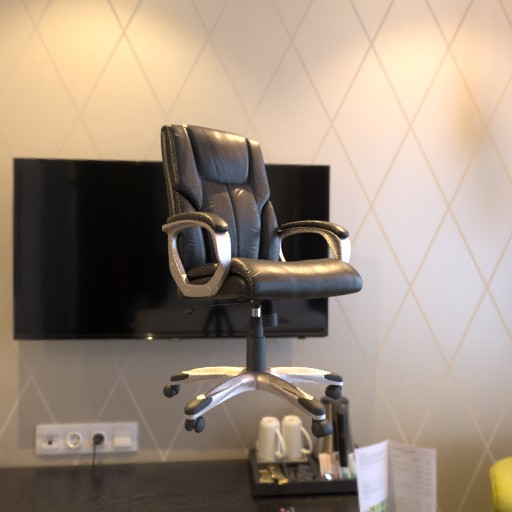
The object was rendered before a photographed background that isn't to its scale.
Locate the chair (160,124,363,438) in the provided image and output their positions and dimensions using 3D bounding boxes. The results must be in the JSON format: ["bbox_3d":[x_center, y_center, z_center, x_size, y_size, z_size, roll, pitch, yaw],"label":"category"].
[{"bbox_3d":[0.000,0.000,1.701,0.700,1.145,0.780,1,-1,-35],"label":"chair"}]
